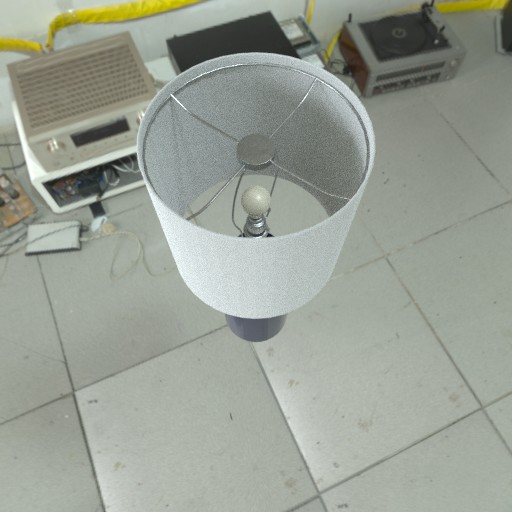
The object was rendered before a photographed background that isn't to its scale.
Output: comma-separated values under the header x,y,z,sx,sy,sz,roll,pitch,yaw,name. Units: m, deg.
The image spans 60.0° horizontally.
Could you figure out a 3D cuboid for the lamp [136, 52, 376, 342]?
x,y,z,sx,sy,sz,roll,pitch,yaw,name
0.000,0.000,0.616,0.212,0.493,0.212,33,69,15,lamp
